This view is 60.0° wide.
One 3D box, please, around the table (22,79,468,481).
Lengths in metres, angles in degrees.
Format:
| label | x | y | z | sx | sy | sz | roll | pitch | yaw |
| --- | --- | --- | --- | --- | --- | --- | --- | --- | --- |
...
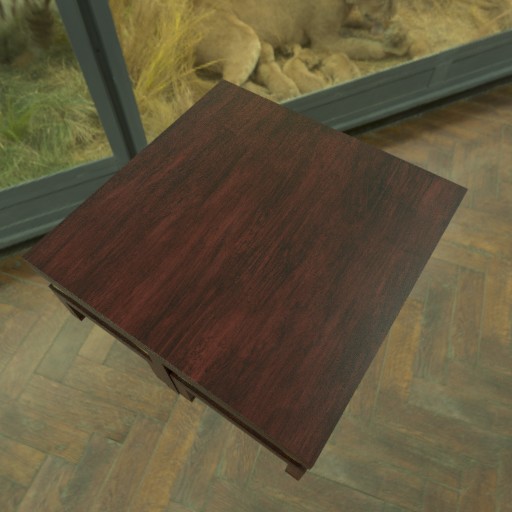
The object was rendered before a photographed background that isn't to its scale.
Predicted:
| label | x | y | z | sx | sy | sz | roll | pitch | yaw |
| --- | --- | --- | --- | --- | --- | --- | --- | --- | --- |
| table | 0.000 | 0.000 | 1.346 | 0.865 | 0.356 | 0.865 | 30 | 63 | 17 |
